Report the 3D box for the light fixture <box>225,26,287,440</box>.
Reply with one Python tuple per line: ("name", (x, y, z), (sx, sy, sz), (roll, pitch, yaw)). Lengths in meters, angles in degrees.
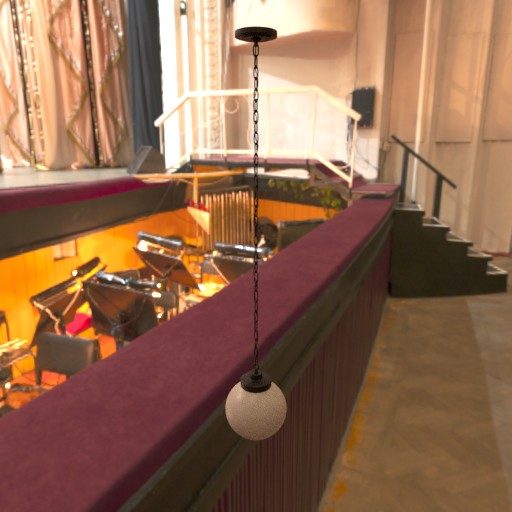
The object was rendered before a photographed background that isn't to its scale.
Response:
("light fixture", (0.000, 0.000, 2.019), (0.305, 1.867, 0.304), (7, 16, 27))
